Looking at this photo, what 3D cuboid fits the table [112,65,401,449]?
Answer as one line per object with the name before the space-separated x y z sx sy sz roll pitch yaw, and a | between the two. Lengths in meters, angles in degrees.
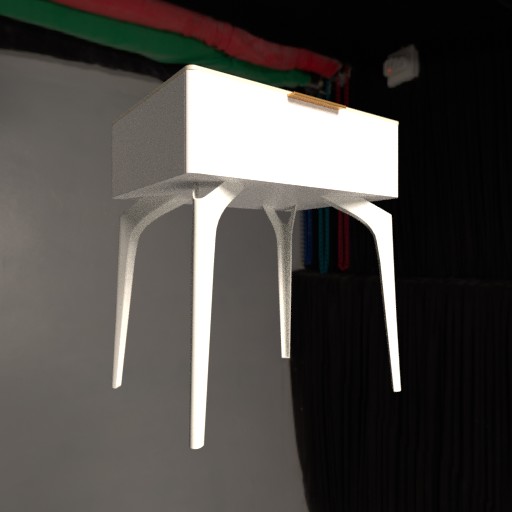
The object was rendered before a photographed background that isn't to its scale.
table | 0.000 0.000 0.947 0.500 0.570 0.400 0 0 -35
